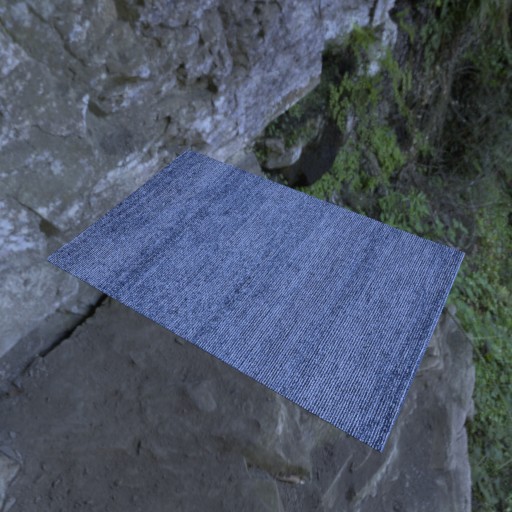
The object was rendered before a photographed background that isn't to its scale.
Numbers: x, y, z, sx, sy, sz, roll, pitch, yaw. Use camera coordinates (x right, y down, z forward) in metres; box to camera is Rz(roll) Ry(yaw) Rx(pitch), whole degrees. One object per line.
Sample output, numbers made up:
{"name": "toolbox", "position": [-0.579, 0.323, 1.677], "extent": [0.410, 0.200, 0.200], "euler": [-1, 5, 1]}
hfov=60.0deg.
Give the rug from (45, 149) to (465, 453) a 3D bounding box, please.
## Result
{"name": "rug", "position": [0.000, 0.000, 2.177], "extent": [1.740, 0.010, 1.135], "euler": [25, 51, 21]}
